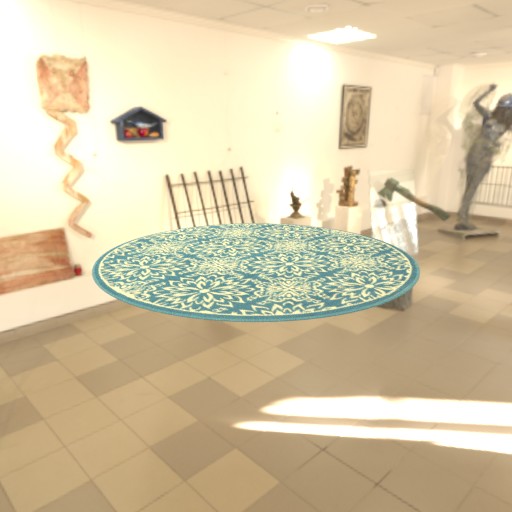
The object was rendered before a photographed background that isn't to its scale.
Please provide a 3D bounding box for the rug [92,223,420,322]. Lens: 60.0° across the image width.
[{"bbox_3d":[0.000,0.000,2.283,1.593,0.012,1.593,0,16,0],"label":"rug"}]
